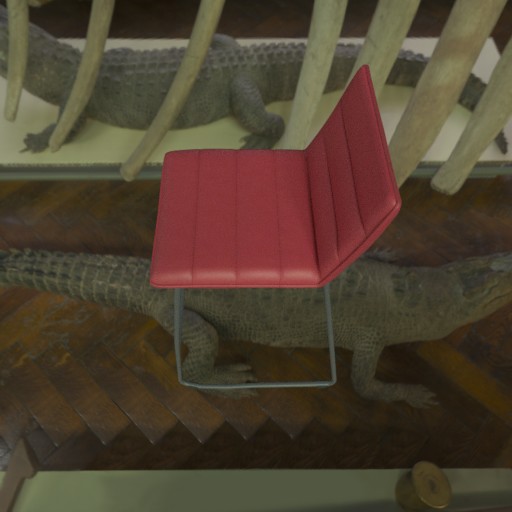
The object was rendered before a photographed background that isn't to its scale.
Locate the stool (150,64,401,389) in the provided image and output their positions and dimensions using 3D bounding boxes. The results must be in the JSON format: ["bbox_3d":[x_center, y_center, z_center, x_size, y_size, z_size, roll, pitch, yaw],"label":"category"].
[{"bbox_3d":[0.000,0.000,1.224,0.524,0.937,0.489,-1,59,-1],"label":"stool"}]
